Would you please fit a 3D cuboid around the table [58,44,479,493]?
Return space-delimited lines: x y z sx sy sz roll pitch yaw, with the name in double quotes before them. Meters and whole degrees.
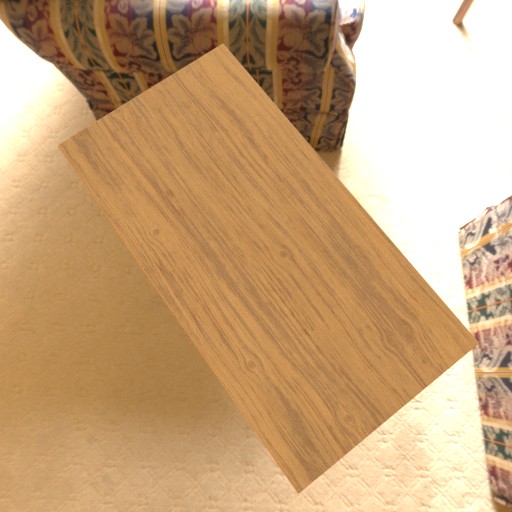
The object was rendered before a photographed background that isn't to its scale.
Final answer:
"table" 0.000 0.000 1.627 0.693 0.445 1.331 -36 78 -9
